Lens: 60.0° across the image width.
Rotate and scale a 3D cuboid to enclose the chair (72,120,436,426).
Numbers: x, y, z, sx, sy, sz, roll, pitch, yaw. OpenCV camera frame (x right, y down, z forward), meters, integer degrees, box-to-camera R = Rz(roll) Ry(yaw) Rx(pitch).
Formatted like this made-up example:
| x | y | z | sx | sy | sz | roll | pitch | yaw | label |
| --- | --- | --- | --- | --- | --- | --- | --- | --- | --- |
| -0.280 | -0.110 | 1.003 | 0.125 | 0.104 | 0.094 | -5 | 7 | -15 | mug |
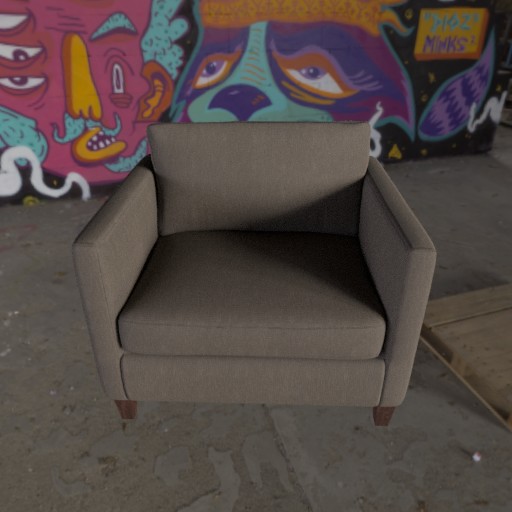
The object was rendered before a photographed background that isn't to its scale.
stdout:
| x | y | z | sx | sy | sz | roll | pitch | yaw | label |
| --- | --- | --- | --- | --- | --- | --- | --- | --- | --- |
| 0.000 | 0.000 | 1.795 | 1.107 | 0.963 | 0.959 | 1 | 30 | 2 | chair |
